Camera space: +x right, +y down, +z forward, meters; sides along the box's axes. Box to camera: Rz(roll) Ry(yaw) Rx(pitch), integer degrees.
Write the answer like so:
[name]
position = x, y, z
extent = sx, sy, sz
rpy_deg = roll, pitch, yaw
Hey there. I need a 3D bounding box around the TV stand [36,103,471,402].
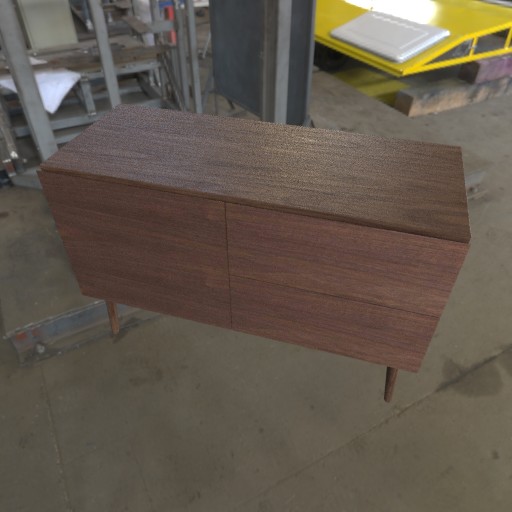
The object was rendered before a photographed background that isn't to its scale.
[TV stand]
position = 0.000, 0.000, 1.325
extent = 0.990, 0.660, 0.405
rpy_deg = 11, 43, 12
